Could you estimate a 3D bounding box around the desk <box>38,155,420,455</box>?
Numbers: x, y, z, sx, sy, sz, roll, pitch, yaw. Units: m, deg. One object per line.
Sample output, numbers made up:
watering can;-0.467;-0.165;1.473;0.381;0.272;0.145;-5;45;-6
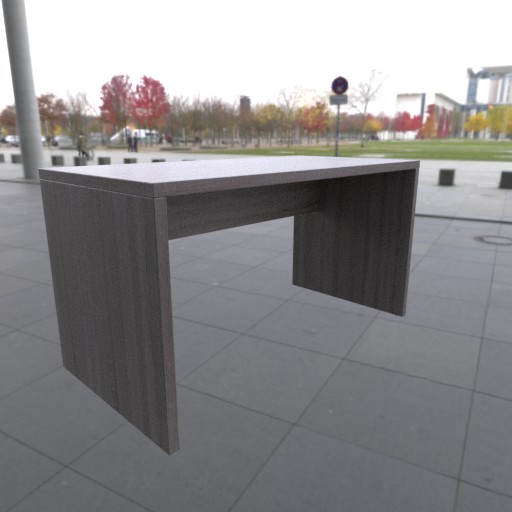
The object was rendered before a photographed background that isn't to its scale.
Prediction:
desk;0.000;0.000;1.824;0.690;0.745;1.380;14;21;43
